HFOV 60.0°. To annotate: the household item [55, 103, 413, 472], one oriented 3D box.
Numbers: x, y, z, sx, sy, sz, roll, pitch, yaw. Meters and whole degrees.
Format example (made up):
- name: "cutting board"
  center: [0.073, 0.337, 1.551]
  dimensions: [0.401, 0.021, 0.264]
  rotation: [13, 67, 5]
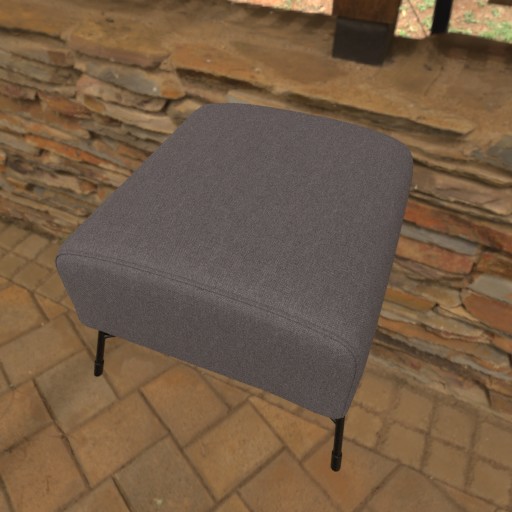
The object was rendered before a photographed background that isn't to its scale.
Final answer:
- name: "household item"
  center: [0.000, 0.000, 0.886]
  dimensions: [0.530, 0.410, 0.530]
  rotation: [16, 48, 15]
